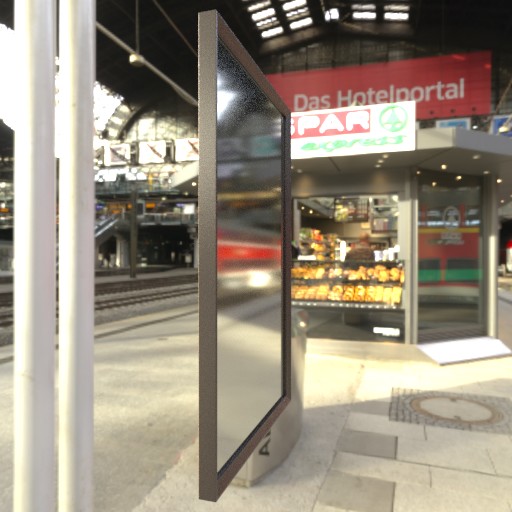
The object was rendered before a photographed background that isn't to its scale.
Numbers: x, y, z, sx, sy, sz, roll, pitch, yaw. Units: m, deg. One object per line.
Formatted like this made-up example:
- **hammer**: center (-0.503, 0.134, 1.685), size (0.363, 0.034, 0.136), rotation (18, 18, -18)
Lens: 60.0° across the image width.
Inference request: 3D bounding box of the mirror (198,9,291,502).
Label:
- **mirror**: center (0.000, 0.000, 1.118), size (0.041, 0.915, 0.609), rotation (0, 0, 18)
